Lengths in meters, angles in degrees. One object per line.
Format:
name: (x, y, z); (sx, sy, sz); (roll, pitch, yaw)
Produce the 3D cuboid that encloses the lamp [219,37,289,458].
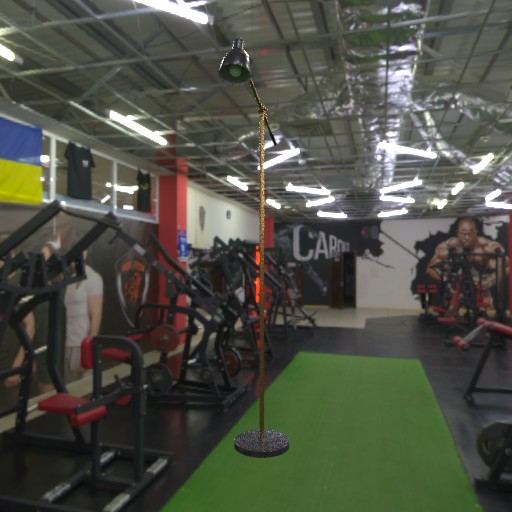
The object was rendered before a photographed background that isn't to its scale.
lamp: (0.000, 0.000, 1.834); (0.235, 1.628, 0.618); (0, -1, 18)
